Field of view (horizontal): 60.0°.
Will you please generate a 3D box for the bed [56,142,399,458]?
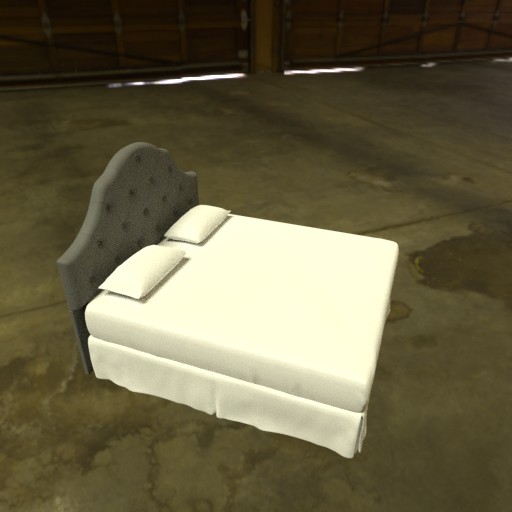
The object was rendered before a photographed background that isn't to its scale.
[{"bbox_3d":[0.000,0.000,3.635,2.214,1.615,2.008,11,32,18],"label":"bed"}]
